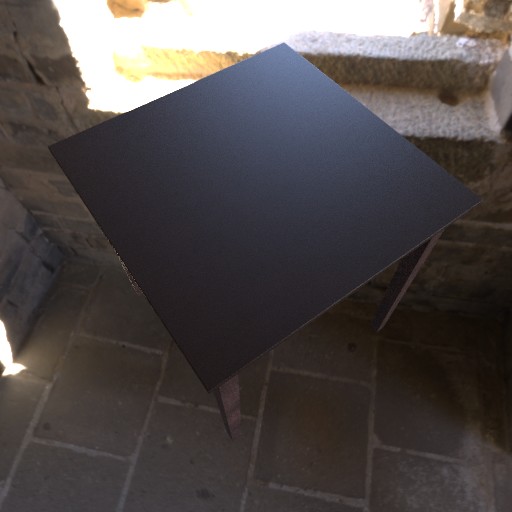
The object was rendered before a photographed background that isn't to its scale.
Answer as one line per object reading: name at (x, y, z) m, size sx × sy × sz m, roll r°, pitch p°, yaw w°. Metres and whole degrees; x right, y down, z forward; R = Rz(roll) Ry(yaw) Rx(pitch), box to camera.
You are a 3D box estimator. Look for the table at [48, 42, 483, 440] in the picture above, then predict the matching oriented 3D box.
table at (0.000, 0.000, 1.393) m, size 0.749 × 0.770 × 0.749 m, roll -31°, pitch 63°, yaw -18°
